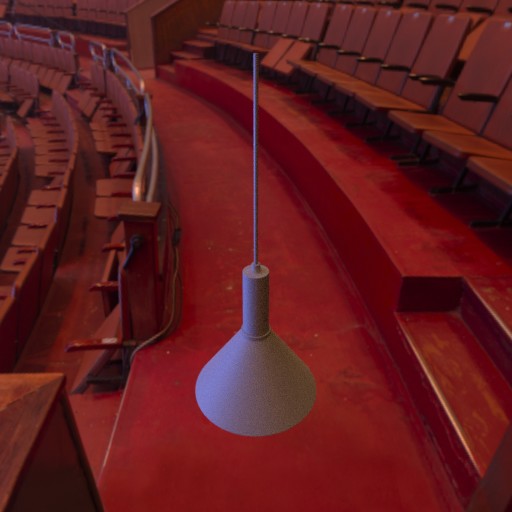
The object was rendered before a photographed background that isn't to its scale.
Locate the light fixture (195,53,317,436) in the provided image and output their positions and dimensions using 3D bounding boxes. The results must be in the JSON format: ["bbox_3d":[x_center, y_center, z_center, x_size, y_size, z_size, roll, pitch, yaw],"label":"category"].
[{"bbox_3d":[0.000,0.000,0.818,0.267,0.683,0.267,-1,30,-2],"label":"light fixture"}]
